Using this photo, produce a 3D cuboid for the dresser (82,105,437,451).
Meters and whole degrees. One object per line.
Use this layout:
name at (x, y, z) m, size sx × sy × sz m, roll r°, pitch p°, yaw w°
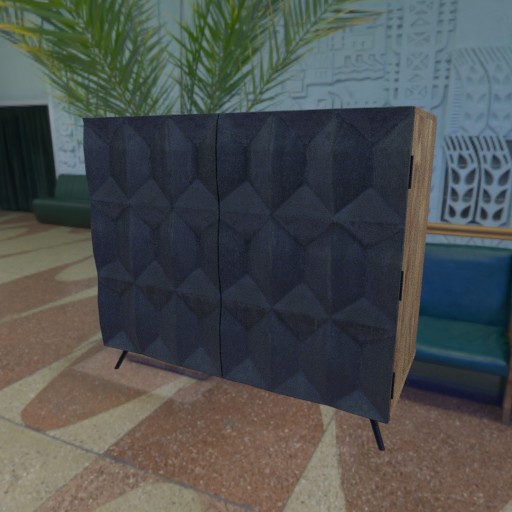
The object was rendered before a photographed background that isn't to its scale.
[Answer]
dresser at (0.000, 0.000, 1.413) m, size 0.967 × 0.847 × 0.446 m, roll 7°, pitch 16°, yaw 27°
